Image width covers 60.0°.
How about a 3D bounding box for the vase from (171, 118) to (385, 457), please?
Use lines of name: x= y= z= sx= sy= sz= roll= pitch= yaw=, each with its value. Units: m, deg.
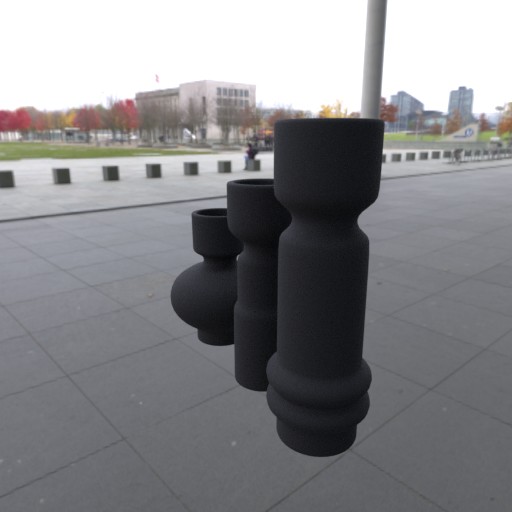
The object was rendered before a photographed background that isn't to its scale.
vase: x=0.000 y=0.000 z=0.435 sx=0.120 sy=0.249 sz=0.307 roll=-8 pitch=17 yaw=-26
